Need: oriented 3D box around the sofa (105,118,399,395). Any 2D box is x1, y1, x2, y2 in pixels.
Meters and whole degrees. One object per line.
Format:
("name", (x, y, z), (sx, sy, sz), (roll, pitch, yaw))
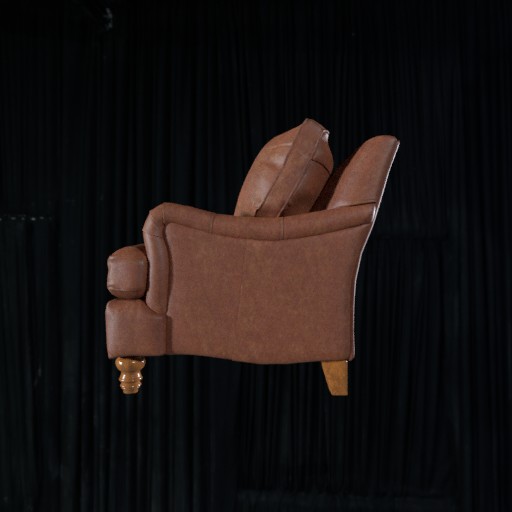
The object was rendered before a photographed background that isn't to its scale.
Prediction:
("sofa", (0.000, 0.000, 2.709), (1.147, 1.071, 2.144), (0, 0, 1))
